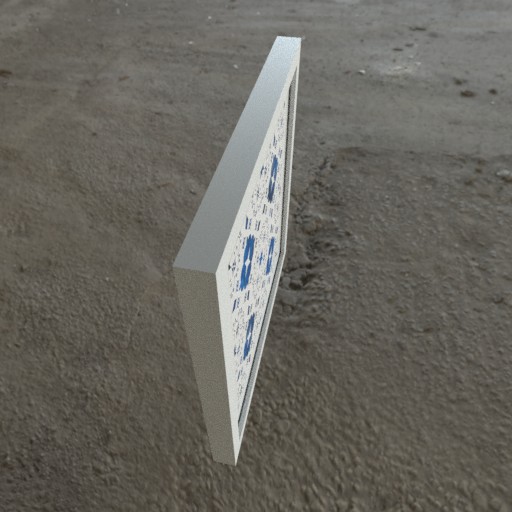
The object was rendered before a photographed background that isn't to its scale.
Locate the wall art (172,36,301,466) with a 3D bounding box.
[{"bbox_3d":[0.000,0.000,0.515,0.027,0.355,0.355,9,48,8],"label":"wall art"}]
